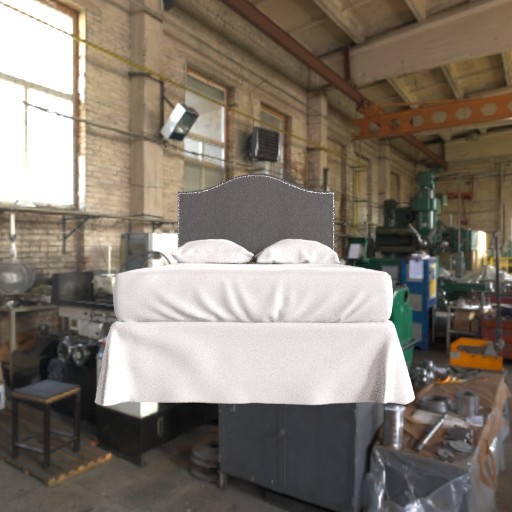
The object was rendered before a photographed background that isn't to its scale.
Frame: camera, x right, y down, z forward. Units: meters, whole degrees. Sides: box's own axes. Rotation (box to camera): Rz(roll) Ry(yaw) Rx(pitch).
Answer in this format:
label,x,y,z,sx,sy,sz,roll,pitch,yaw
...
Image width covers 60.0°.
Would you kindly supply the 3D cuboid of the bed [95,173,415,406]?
label,x,y,z,sx,sy,sz,roll,pitch,yaw
bed,0.000,0.000,3.491,1.876,1.645,2.221,0,0,1
